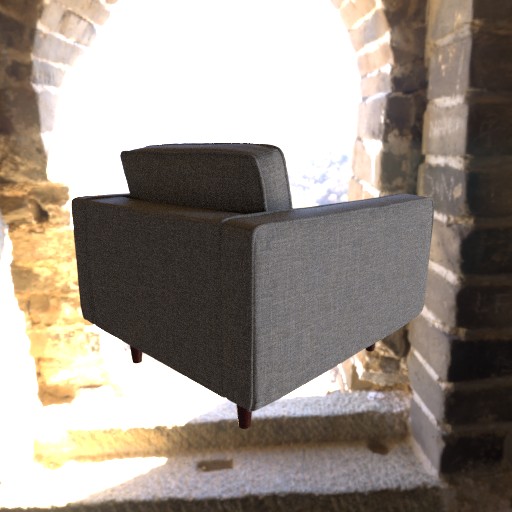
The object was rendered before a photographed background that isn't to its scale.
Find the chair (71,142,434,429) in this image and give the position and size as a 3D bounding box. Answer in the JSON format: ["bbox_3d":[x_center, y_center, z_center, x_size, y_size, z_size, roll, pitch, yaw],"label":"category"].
[{"bbox_3d":[0.000,0.000,1.552,0.889,0.765,0.914,13,18,43],"label":"chair"}]
